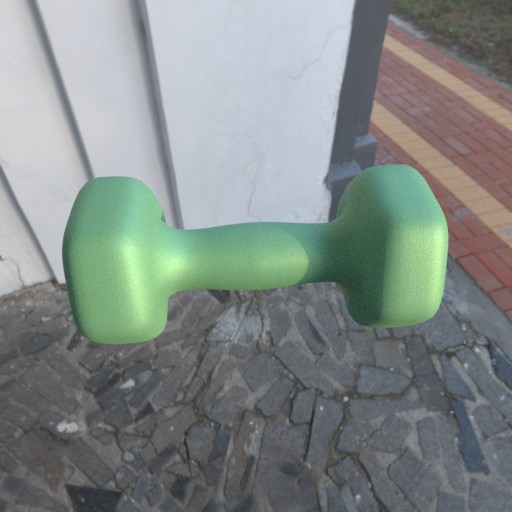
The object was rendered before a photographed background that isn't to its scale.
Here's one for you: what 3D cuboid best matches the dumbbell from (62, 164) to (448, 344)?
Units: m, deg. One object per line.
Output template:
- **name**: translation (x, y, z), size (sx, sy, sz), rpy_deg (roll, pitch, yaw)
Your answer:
- **dumbbell**: translation (0.000, 0.000, 0.332), size (0.260, 0.117, 0.129), rpy_deg (-2, 47, -2)
